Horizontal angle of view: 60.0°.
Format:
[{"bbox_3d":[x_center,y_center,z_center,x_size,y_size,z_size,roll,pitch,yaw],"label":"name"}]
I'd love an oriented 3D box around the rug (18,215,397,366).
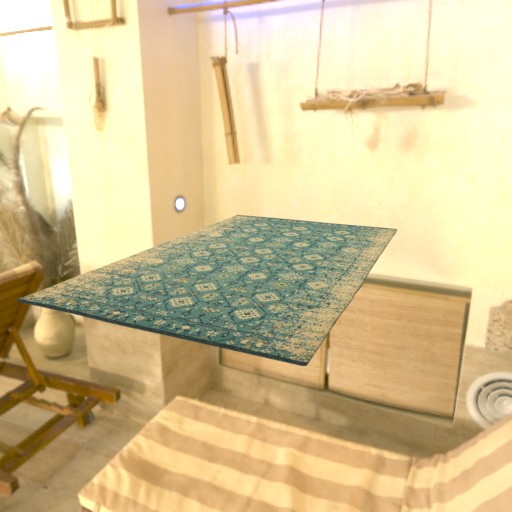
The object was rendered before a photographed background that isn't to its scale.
[{"bbox_3d":[0.000,0.000,2.980,1.530,0.015,2.449,7,18,23],"label":"rug"}]
